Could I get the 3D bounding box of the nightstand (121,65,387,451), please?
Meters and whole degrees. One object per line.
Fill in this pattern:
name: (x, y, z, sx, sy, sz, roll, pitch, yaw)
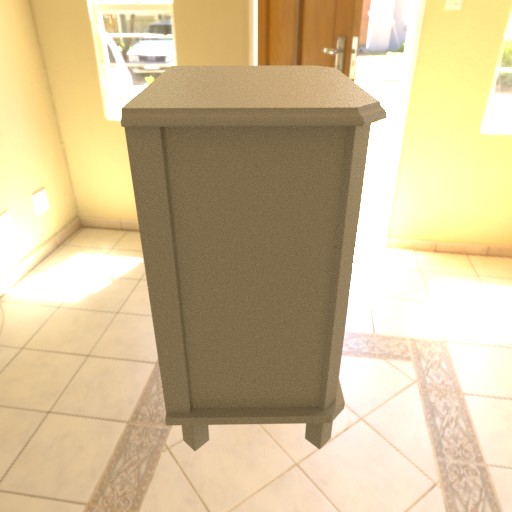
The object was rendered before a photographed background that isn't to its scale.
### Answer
nightstand: (0.000, 0.000, 0.919, 0.350, 0.680, 0.450, 0, 30, -1)
